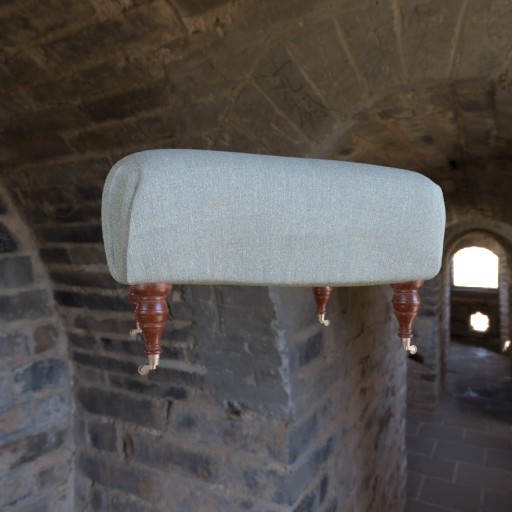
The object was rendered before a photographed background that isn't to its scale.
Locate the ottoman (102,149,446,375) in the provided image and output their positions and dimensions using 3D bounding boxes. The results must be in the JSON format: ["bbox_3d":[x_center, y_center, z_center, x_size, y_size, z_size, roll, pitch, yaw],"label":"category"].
[{"bbox_3d":[0.000,0.000,1.144,0.747,0.450,0.622,0,0,-18],"label":"ottoman"}]
